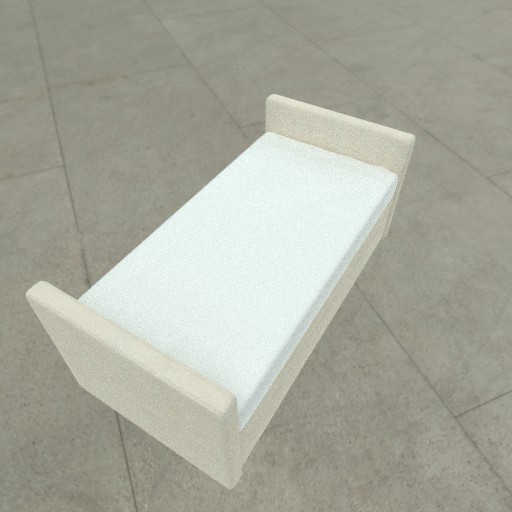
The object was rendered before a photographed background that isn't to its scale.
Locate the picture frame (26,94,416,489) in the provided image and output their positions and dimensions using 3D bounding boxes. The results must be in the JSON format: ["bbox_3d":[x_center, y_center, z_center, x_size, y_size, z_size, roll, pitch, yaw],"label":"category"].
[{"bbox_3d":[0.000,0.000,2.692,1.069,0.891,2.161,24,51,21],"label":"picture frame"}]
